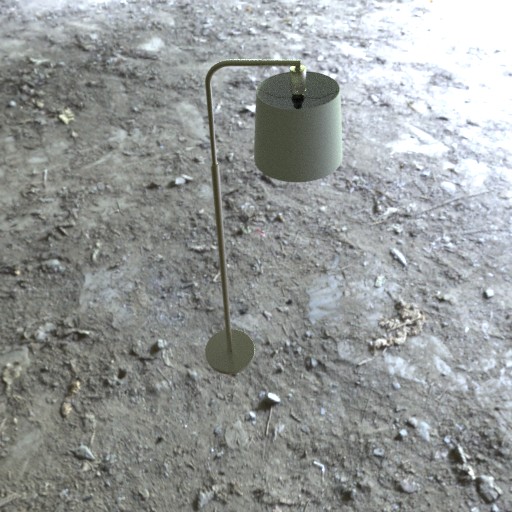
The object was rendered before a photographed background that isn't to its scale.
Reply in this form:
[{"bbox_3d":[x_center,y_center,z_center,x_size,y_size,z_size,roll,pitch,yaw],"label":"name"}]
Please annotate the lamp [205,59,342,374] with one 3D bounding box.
[{"bbox_3d":[0.000,0.000,1.656,0.508,1.478,0.254,8,48,7],"label":"lamp"}]
